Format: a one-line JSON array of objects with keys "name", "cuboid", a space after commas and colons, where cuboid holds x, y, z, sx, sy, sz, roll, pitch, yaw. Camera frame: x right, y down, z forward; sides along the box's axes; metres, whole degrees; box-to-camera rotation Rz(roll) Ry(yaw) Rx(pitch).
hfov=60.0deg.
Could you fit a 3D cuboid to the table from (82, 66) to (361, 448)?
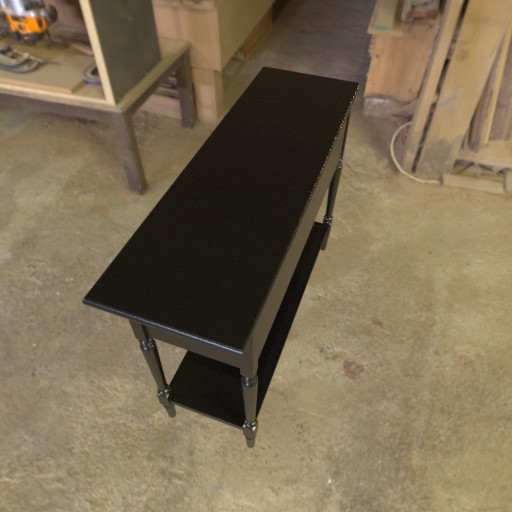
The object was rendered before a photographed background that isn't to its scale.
[{"name": "table", "cuboid": [0.000, 0.000, 1.611, 0.386, 0.819, 1.191, 16, 50, 13]}]
